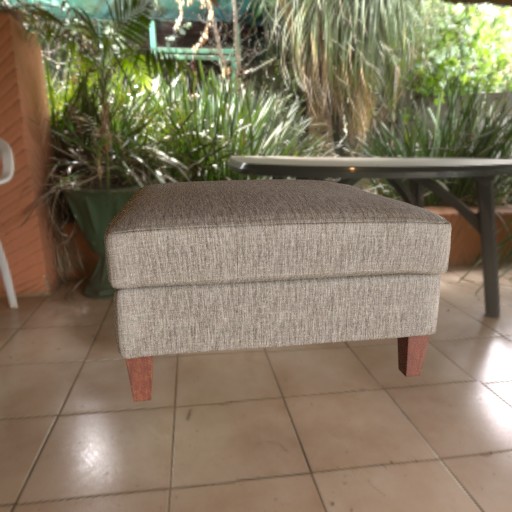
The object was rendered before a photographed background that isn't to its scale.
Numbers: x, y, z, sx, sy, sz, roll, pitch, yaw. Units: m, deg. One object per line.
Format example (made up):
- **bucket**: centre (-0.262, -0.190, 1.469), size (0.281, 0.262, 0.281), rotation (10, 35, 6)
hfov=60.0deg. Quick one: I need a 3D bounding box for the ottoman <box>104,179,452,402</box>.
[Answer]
- **ottoman**: centre (0.000, 0.000, 1.519), size (0.839, 0.492, 0.994), rotation (-2, 14, -9)
